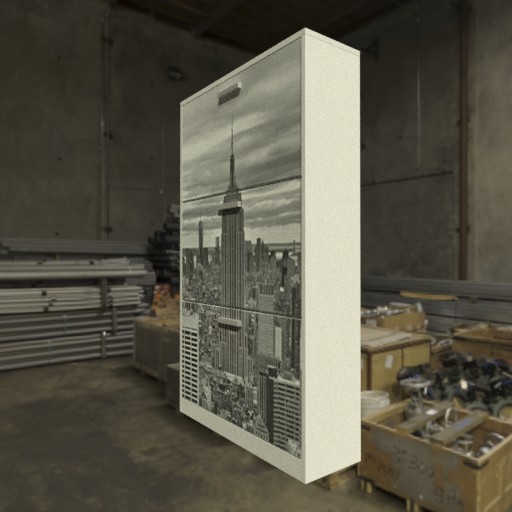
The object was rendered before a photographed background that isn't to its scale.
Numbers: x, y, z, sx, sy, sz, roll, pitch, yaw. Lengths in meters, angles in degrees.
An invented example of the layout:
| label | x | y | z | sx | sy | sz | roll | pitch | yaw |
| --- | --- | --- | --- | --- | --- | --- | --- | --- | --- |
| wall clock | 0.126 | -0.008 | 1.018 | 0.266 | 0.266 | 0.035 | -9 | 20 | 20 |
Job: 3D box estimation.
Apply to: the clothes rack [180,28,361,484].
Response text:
| label | x | y | z | sx | sy | sz | roll | pitch | yaw |
| --- | --- | --- | --- | --- | --- | --- | --- | --- | --- |
| clothes rack | 0.000 | 0.000 | 1.608 | 0.250 | 1.280 | 0.750 | 0 | -1 | -37 |
